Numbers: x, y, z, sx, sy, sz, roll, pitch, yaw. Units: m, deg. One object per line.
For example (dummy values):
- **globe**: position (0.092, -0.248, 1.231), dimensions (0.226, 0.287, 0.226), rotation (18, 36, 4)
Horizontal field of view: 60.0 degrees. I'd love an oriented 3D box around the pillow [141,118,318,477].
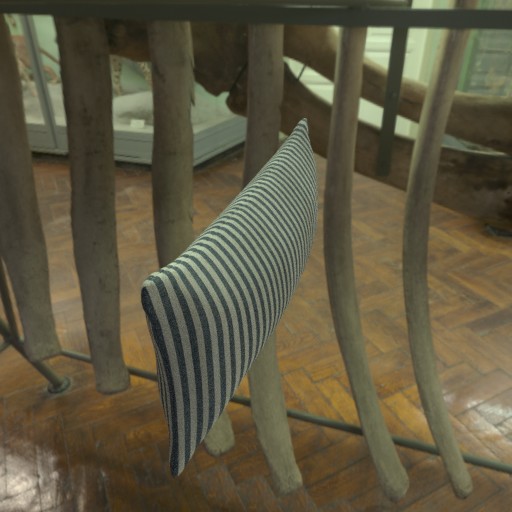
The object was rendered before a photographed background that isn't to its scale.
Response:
- **pillow**: position (0.000, 0.000, 0.720), dimensions (0.151, 0.295, 0.617), rotation (10, 33, 16)
